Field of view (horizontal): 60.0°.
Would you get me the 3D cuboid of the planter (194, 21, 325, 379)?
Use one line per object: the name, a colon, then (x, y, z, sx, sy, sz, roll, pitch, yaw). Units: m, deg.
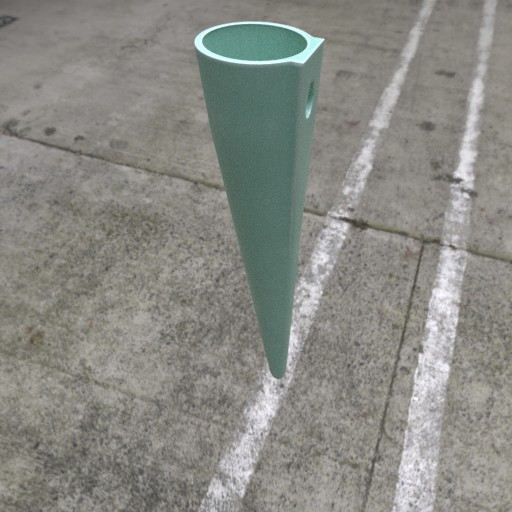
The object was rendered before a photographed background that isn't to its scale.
planter: (0.000, 0.000, 0.290, 0.055, 0.268, 0.054, 16, 46, 16)
